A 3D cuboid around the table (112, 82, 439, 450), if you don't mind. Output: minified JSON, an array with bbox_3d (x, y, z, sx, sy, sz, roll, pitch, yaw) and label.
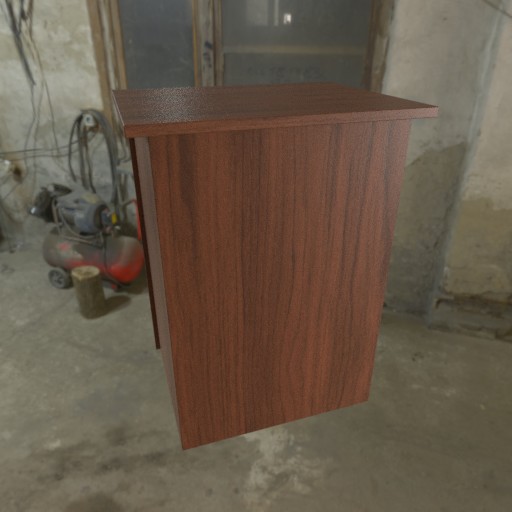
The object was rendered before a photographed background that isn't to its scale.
[{"bbox_3d":[0.000,0.000,0.935,0.480,0.636,0.381,-9,29,-16],"label":"table"}]
